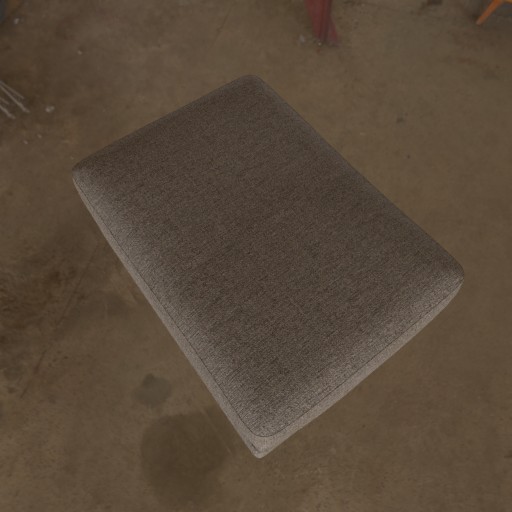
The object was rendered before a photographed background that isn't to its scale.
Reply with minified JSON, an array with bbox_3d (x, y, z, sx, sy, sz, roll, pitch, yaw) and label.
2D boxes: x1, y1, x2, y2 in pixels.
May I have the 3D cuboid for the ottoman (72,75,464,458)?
[{"bbox_3d":[0.000,0.000,1.267,0.637,0.478,0.885,-33,67,-16],"label":"ottoman"}]
